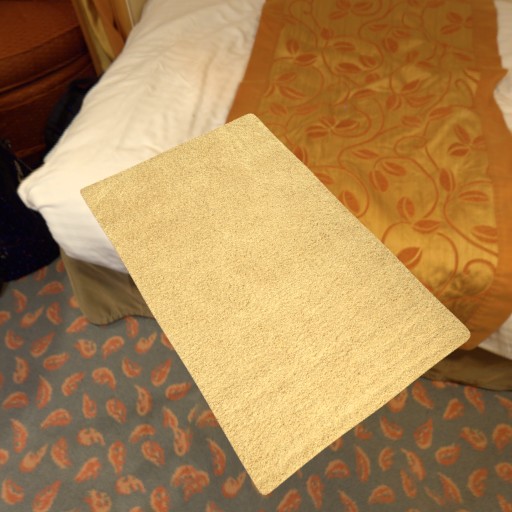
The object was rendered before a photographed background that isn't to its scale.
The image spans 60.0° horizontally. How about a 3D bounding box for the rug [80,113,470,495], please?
[{"bbox_3d":[0.000,0.000,2.900,1.500,0.025,2.349,-30,62,-17],"label":"rug"}]
